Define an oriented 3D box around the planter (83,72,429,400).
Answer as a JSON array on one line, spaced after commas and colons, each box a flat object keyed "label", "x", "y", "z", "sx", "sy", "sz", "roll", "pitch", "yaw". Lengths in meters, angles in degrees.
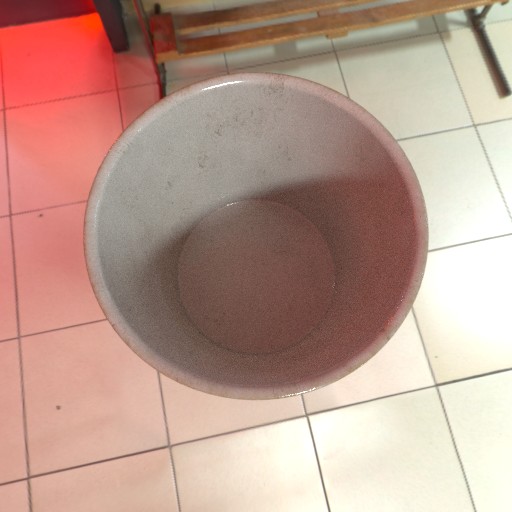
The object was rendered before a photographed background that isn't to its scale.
[{"label": "planter", "x": 0.000, "y": 0.000, "z": 0.213, "sx": 0.126, "sy": 0.104, "sz": 0.126, "roll": 0, "pitch": 75, "yaw": 0}]
